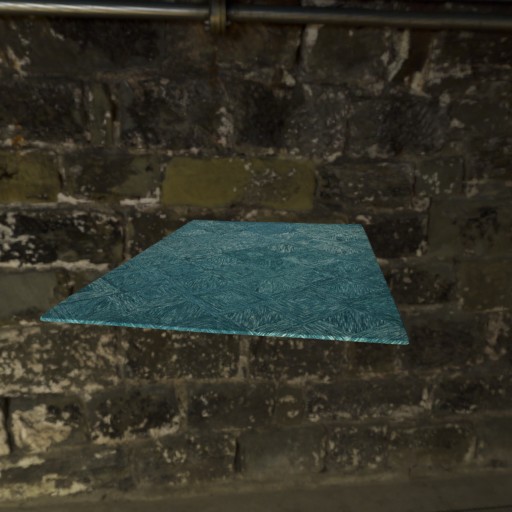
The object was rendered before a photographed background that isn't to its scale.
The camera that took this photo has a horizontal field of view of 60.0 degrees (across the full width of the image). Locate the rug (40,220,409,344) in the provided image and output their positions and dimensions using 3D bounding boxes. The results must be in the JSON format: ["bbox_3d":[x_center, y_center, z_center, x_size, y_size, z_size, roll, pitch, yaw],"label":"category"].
[{"bbox_3d":[0.000,0.000,2.131,1.136,0.017,1.728,2,15,8],"label":"rug"}]
